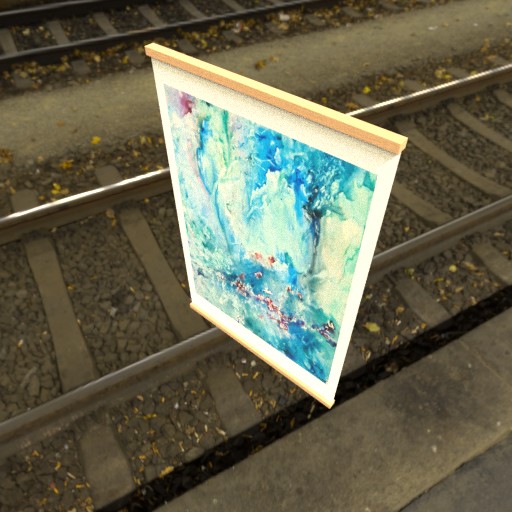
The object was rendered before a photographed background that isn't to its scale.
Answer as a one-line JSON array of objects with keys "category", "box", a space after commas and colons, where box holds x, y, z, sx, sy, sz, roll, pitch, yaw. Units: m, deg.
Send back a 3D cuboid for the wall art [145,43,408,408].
[{"category": "wall art", "box": [0.000, 0.000, 1.284, 0.669, 1.020, 0.027, 31, 54, 26]}]
